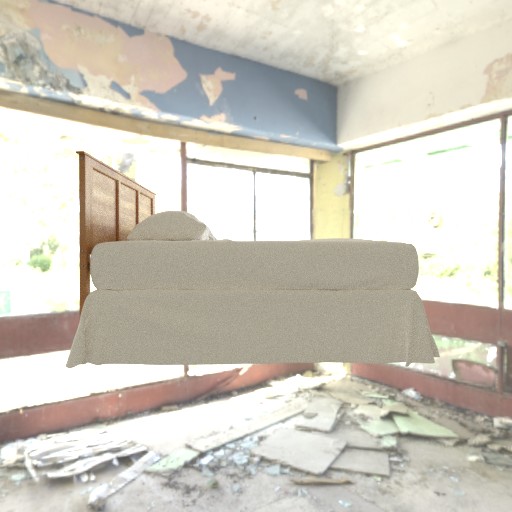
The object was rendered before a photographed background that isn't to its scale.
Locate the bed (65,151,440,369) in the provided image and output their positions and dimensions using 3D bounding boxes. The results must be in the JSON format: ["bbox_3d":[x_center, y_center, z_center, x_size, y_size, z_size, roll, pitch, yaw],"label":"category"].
[{"bbox_3d":[0.000,0.000,3.666,2.215,1.270,2.317,0,1,-1],"label":"bed"}]
